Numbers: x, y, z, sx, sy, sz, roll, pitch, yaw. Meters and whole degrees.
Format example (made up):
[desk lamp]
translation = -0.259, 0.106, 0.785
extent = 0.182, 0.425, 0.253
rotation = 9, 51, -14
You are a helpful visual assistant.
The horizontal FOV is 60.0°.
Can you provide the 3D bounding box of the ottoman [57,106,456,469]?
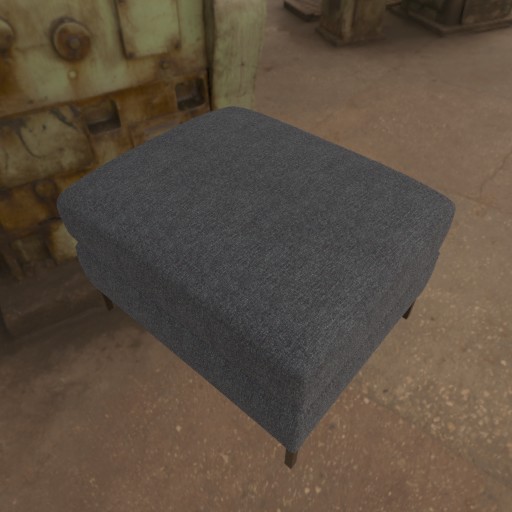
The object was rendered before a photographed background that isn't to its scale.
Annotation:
[ottoman]
translation = 0.000, 0.000, 1.297
extent = 0.831, 0.533, 0.695
rotation = 32, 53, 27
